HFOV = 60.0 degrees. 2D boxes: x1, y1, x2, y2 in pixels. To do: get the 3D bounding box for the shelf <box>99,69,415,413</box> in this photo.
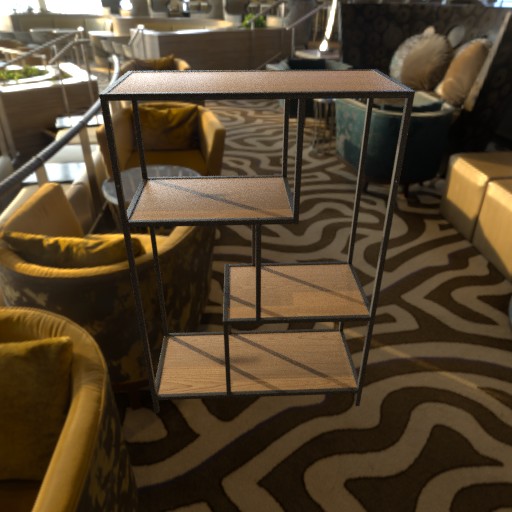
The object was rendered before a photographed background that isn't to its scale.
[{"bbox_3d":[0.000,0.000,1.521,0.770,1.138,0.350,-1,31,-2],"label":"shelf"}]
